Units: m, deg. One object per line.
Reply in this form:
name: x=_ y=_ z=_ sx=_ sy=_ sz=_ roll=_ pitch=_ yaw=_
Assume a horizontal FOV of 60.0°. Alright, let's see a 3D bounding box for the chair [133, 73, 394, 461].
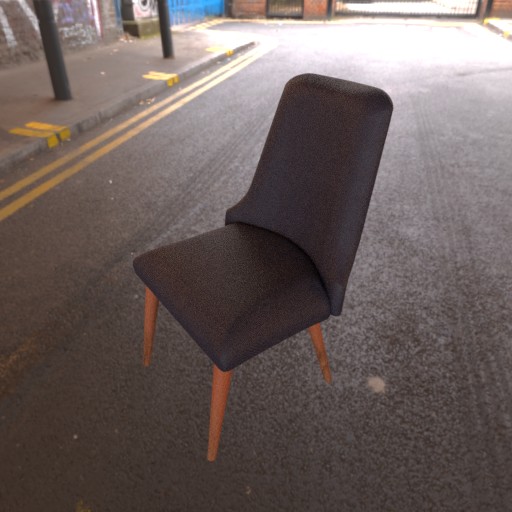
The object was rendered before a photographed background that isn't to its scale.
chair: x=0.000 y=0.000 z=1.168 sx=0.567 sy=0.820 sz=0.504 roll=-21 pitch=38 yaw=-30
